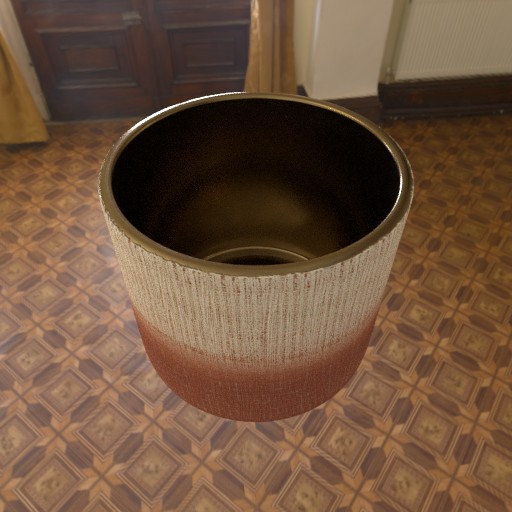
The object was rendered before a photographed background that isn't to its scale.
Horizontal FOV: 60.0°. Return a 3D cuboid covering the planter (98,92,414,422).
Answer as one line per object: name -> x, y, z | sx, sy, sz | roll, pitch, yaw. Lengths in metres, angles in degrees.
planter -> 0.000, 0.000, 0.437 | 0.254, 0.221, 0.254 | 0, 46, 0
